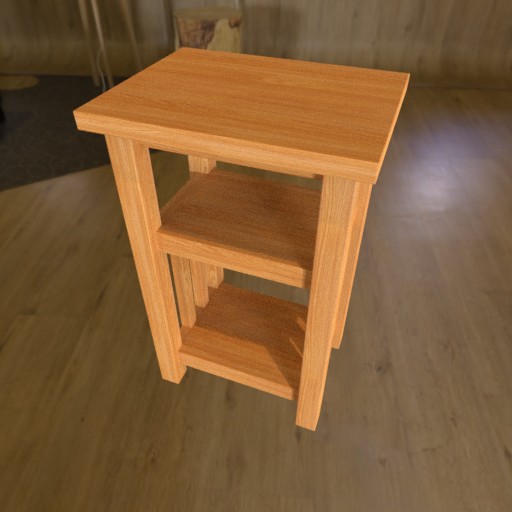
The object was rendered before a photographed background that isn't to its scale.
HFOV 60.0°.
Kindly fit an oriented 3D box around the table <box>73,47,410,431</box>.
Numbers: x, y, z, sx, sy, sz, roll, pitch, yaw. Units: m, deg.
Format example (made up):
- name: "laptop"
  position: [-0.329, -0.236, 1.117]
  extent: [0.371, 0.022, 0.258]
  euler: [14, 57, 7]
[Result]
- name: "table"
  position: [0.000, 0.000, 0.738]
  extent: [0.350, 0.550, 0.270]
  euler: [14, 43, 16]
